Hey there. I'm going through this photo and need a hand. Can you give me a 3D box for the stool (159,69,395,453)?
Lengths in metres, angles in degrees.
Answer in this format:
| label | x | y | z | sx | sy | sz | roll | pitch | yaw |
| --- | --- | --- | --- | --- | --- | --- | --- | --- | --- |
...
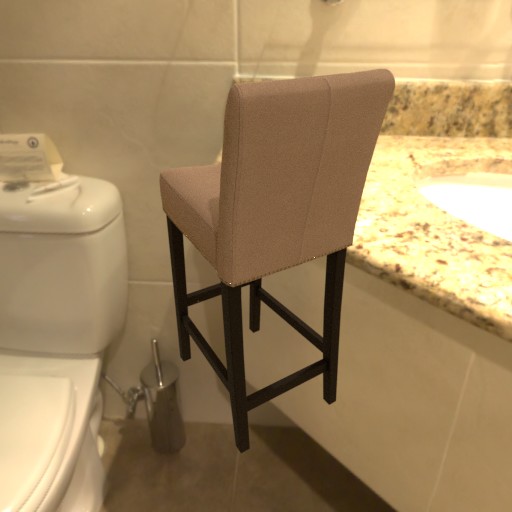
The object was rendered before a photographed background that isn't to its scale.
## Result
| label | x | y | z | sx | sy | sz | roll | pitch | yaw |
| --- | --- | --- | --- | --- | --- | --- | --- | --- | --- |
| stool | 0.000 | 0.000 | 1.305 | 0.411 | 1.047 | 0.548 | -18 | 34 | -28 |
